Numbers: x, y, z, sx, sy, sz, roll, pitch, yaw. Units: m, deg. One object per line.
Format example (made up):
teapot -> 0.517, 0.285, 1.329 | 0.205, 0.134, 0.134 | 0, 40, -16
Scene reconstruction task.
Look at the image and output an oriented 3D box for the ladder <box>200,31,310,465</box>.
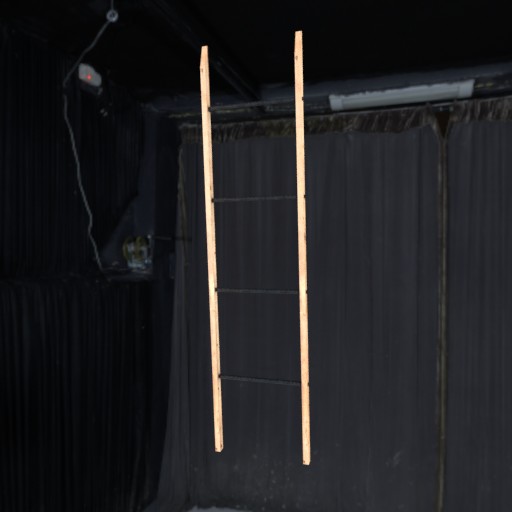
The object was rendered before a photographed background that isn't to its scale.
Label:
ladder -> 0.000, 0.000, 1.921 | 0.442, 1.805, 0.200 | 0, 0, 18
